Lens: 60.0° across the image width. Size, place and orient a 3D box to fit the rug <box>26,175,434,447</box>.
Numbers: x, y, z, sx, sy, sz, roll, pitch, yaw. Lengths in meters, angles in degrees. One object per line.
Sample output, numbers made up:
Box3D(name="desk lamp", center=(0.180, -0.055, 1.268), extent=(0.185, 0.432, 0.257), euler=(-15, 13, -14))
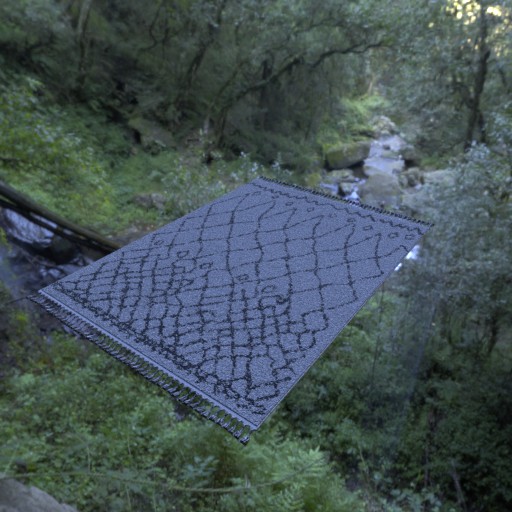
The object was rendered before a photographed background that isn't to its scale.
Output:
Box3D(name="rug", center=(0.000, 0.000, 2.937), extent=(1.613, 0.017, 2.312), euler=(21, 38, 30))
